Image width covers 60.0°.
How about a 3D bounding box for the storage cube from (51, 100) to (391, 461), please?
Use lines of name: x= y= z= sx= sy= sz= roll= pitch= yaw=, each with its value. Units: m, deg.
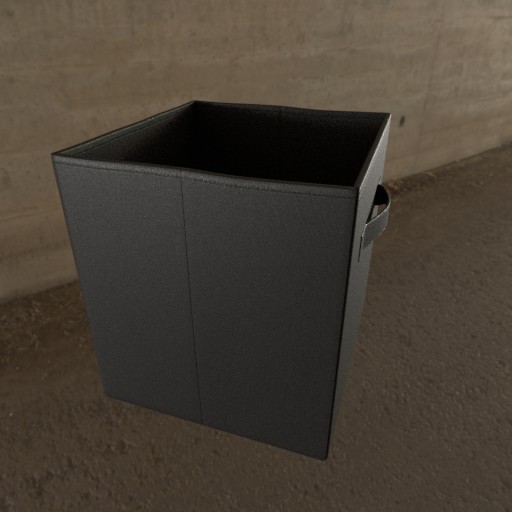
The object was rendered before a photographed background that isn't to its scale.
storage cube: x=0.000 y=0.000 z=0.500 sx=0.270 sy=0.280 sz=0.270 roll=10 pitch=30 yaw=17
